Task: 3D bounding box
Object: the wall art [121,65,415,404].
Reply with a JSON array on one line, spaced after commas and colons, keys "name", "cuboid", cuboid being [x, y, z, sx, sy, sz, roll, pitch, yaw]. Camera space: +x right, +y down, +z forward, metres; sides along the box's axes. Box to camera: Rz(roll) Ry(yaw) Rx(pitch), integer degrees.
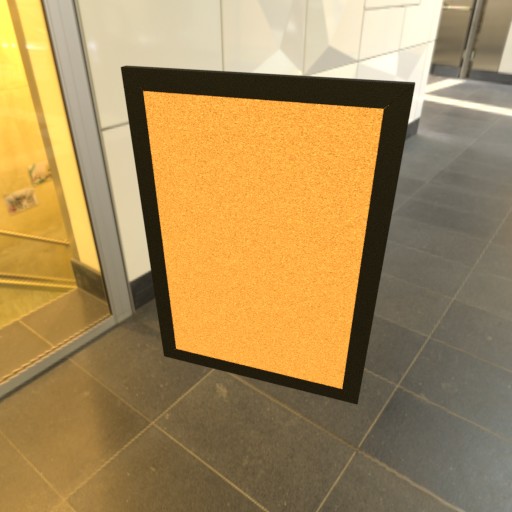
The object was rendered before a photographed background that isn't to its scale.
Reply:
[{"name": "wall art", "cuboid": [0.000, 0.000, 0.595, 0.326, 0.459, 0.011, 10, 33, 15]}]
